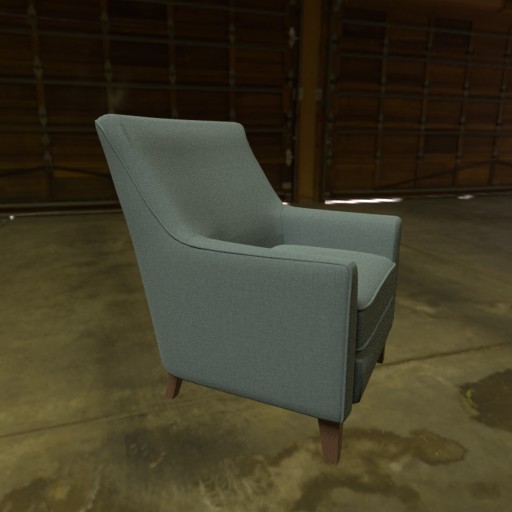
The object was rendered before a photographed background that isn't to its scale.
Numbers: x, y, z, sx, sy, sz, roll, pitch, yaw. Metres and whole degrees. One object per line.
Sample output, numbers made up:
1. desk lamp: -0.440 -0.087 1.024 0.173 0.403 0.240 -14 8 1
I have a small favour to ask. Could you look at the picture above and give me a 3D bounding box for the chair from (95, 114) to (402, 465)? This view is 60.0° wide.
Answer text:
1. chair: 0.000 0.000 1.529 0.879 0.916 0.756 7 16 25
